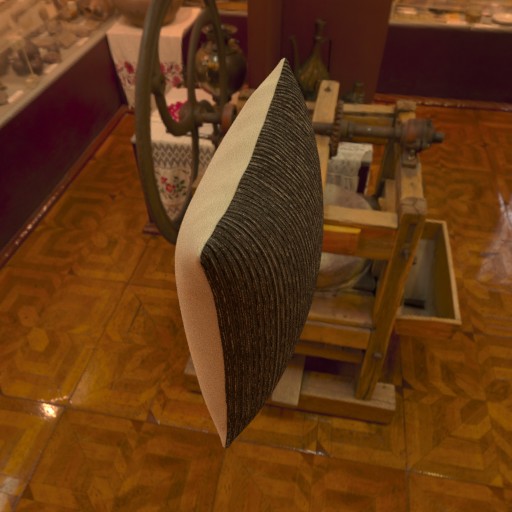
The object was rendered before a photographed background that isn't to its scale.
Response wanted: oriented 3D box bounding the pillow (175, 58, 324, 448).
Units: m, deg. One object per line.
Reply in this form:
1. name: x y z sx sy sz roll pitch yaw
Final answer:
1. pillow: 0.000 0.000 0.679 0.196 0.434 0.433 9 47 9
